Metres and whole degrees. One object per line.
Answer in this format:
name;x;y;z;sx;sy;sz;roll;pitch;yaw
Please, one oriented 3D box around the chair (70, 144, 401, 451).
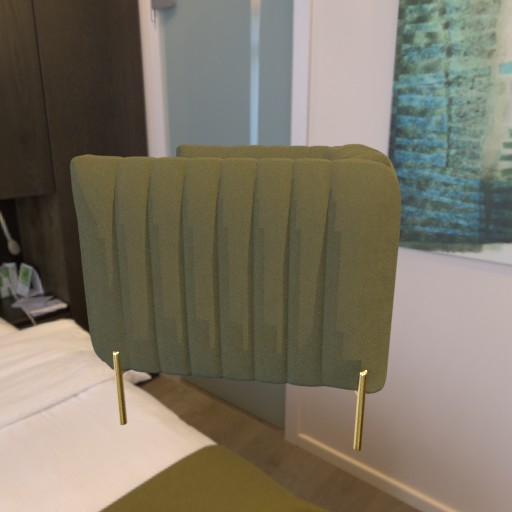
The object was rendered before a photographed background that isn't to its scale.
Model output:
chair;0.000;0.000;1.637;0.877;0.794;1.032;3;16;9
